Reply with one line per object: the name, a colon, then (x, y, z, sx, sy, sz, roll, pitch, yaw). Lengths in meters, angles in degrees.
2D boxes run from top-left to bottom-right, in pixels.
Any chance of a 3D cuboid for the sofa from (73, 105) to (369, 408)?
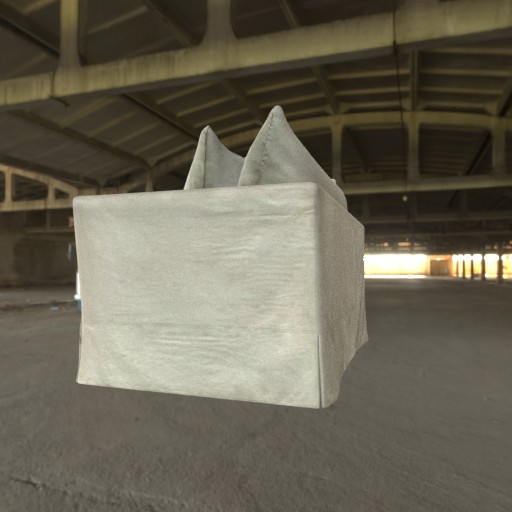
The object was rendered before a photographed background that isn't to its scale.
sofa: (0.000, 0.000, 2.314, 1.035, 1.040, 1.608, 0, -2, 19)
